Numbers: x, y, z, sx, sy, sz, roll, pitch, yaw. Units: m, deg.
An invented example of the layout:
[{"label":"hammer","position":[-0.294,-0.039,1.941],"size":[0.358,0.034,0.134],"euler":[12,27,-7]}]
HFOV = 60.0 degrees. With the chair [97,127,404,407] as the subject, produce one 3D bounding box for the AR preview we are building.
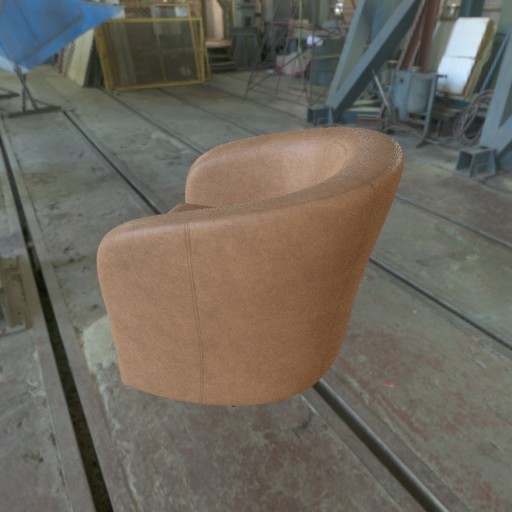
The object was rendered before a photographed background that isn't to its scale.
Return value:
[{"label":"chair","position":[0.000,0.000,1.447],"size":[0.815,0.771,0.791],"euler":[7,31,13]}]
